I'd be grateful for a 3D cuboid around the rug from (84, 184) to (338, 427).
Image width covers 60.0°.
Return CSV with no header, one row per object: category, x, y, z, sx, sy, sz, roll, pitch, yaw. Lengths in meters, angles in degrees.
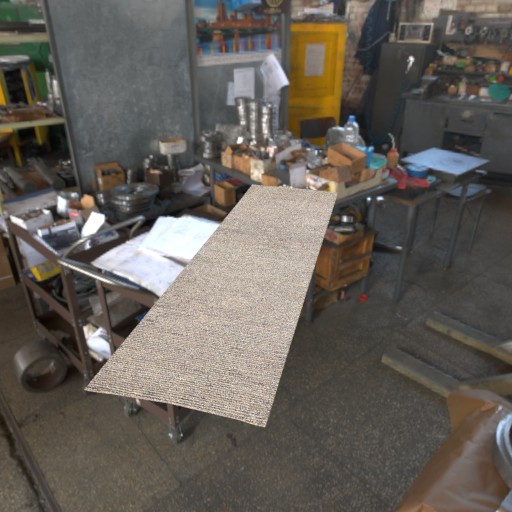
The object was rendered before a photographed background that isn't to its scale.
rug,0.000,0.000,2.565,0.697,0.013,2.335,8,30,13
